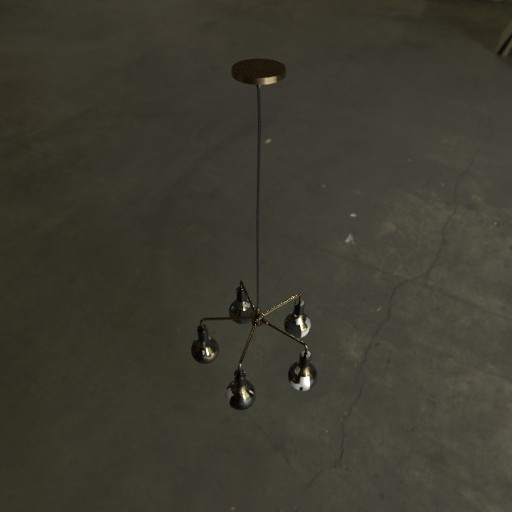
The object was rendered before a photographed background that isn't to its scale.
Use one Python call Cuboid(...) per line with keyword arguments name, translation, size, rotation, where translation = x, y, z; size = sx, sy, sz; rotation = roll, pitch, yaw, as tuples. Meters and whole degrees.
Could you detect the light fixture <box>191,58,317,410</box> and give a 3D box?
Cuboid(name="light fixture", translation=(0.000, 0.000, 1.208), size=(0.438, 0.988, 0.421), rotation=(12, 43, 13))
